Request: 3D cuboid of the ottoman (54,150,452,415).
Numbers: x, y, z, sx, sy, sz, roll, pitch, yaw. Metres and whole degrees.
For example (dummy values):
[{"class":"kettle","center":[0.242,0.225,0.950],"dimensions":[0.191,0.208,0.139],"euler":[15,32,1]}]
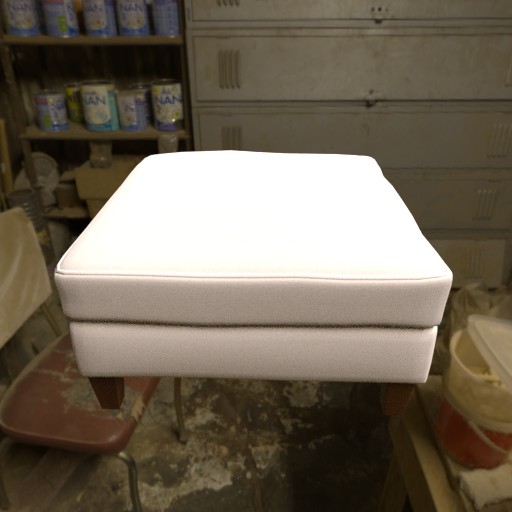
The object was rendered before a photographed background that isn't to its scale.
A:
[{"class":"ottoman","center":[0.000,0.000,1.342],"dimensions":[0.838,0.479,0.838],"euler":[1,29,1]}]
